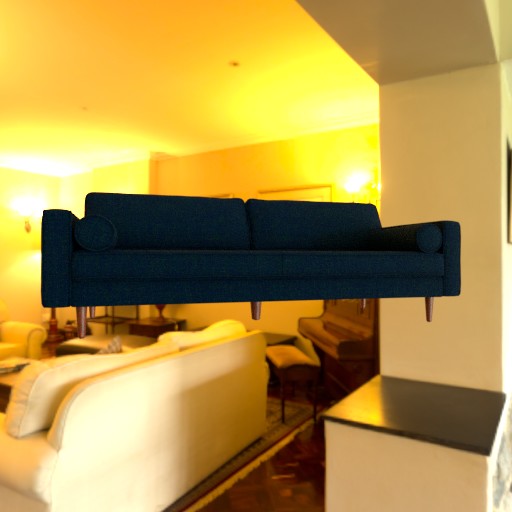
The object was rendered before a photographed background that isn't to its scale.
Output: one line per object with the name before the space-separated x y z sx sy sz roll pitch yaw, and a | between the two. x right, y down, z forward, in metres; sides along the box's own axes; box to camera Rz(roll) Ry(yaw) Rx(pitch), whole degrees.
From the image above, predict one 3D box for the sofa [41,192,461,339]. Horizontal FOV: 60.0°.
sofa | 0.000 0.000 2.639 2.210 0.762 0.914 0 0 -17
